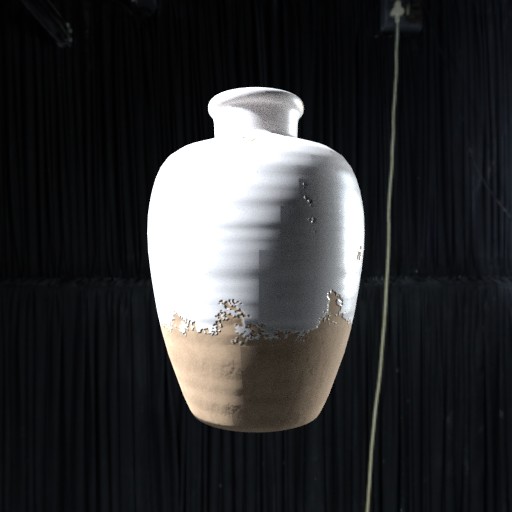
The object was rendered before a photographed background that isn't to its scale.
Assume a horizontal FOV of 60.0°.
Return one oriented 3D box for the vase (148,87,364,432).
[{"bbox_3d":[0.000,0.000,0.333,0.158,0.228,0.158,0,0,0],"label":"vase"}]
